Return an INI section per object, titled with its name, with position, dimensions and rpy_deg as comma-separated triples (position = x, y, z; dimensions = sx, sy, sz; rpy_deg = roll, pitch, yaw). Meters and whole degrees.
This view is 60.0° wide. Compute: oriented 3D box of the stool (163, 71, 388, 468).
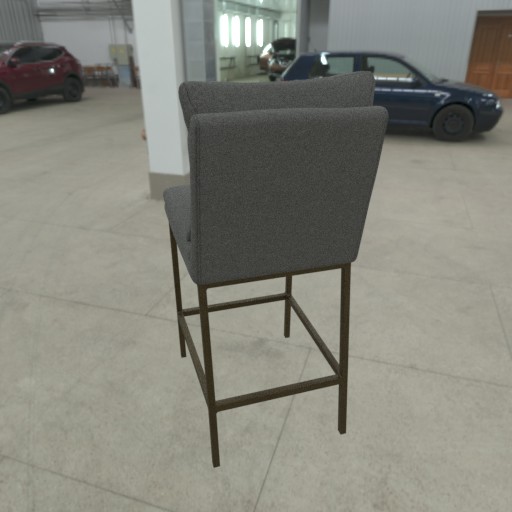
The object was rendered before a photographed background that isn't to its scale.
[stool]
position = 0.000, 0.000, 1.320
dimensions = 0.463, 1.030, 0.569
rpy_deg = -8, 27, -16
